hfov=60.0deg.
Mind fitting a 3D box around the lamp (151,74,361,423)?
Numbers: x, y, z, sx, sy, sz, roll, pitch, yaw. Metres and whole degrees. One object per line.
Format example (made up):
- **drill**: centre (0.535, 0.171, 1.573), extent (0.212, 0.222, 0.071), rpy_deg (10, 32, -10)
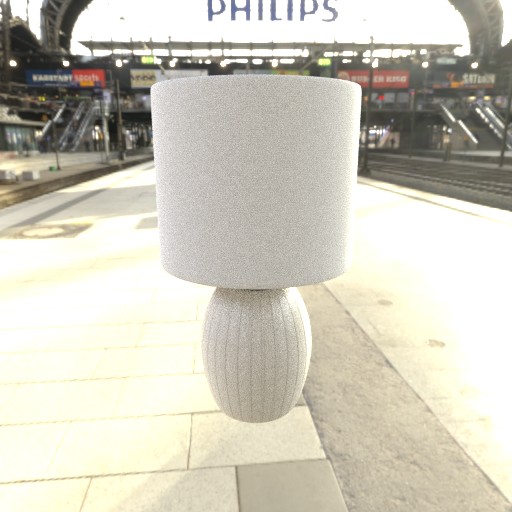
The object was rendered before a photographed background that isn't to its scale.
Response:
- **lamp**: centre (0.000, 0.000, 0.774), extent (0.328, 0.570, 0.328), rpy_deg (0, 15, 0)
